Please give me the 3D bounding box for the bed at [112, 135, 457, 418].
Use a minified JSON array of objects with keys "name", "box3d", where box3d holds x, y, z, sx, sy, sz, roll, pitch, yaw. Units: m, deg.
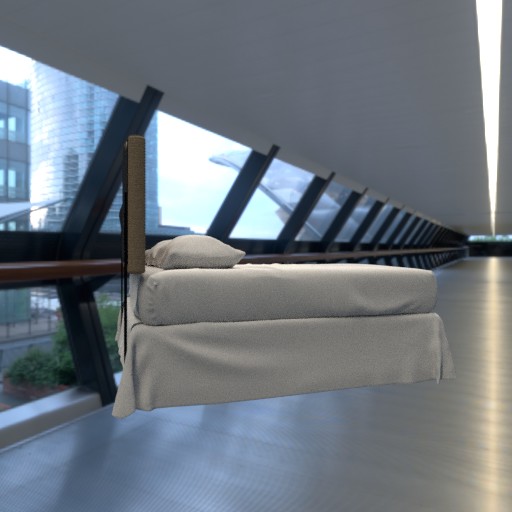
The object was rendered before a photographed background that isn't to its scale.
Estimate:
[{"name":"bed","box3d":[0.000,0.000,3.630,2.222,1.651,2.311,0,0,-17]}]
